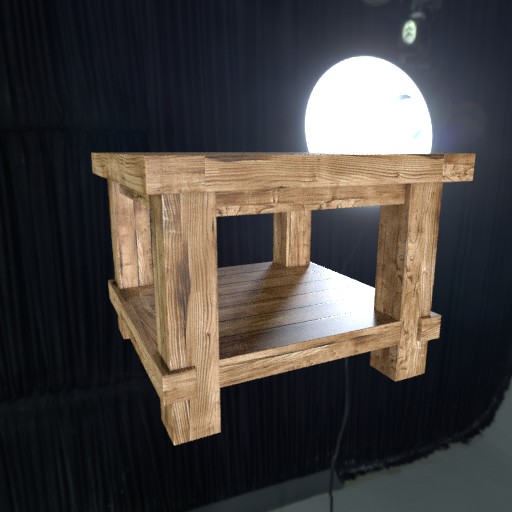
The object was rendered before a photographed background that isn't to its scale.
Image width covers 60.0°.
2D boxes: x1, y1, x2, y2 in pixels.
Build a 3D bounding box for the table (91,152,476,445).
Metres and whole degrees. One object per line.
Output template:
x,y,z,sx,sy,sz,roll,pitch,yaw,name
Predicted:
0.000,0.000,1.011,0.610,0.457,0.610,-6,15,-25,table
